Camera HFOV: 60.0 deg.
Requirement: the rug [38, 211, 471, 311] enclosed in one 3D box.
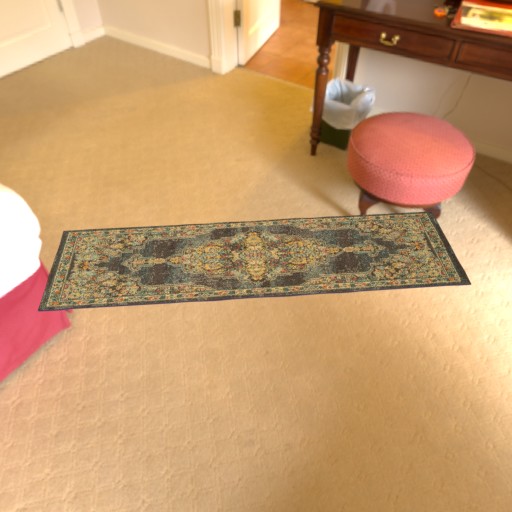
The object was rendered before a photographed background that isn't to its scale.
[{"bbox_3d":[0.000,0.000,2.526,2.283,0.016,0.602,-3,47,-3],"label":"rug"}]
